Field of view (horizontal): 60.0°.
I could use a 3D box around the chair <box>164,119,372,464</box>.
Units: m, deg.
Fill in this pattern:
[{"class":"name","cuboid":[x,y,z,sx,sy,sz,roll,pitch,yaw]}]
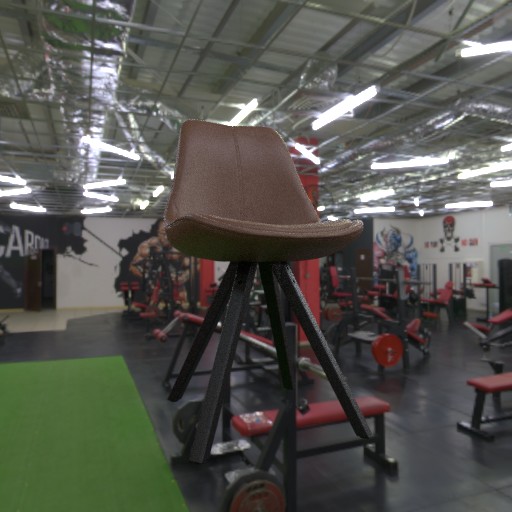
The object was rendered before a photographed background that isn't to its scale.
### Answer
[{"class":"chair","cuboid":[0.000,0.000,1.177,0.475,0.850,0.550,0,0,-19]}]
